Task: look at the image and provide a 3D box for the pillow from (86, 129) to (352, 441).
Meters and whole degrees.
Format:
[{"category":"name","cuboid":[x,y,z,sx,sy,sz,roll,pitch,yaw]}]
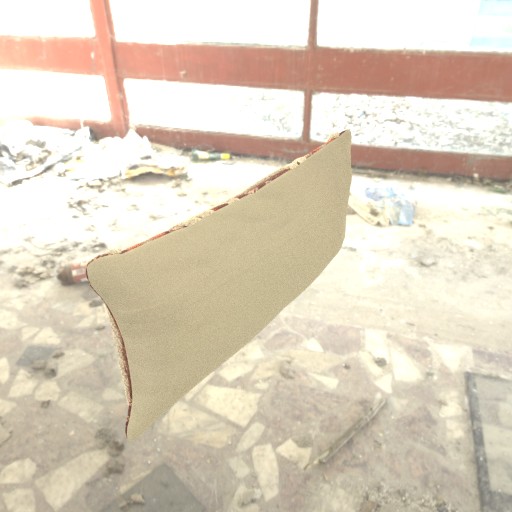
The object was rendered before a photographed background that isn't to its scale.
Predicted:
[{"category":"pillow","cuboid":[0.000,0.000,0.741,0.161,0.295,0.608,22,39,30]}]
